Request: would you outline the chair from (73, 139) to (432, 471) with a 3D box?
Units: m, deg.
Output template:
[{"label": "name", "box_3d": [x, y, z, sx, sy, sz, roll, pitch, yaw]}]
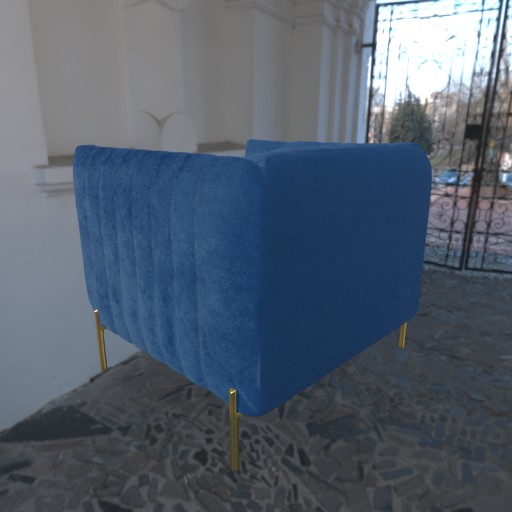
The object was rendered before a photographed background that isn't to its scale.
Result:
[{"label": "chair", "box_3d": [0.000, 0.000, 1.574, 0.877, 0.793, 0.947, 15, 23, 42]}]
